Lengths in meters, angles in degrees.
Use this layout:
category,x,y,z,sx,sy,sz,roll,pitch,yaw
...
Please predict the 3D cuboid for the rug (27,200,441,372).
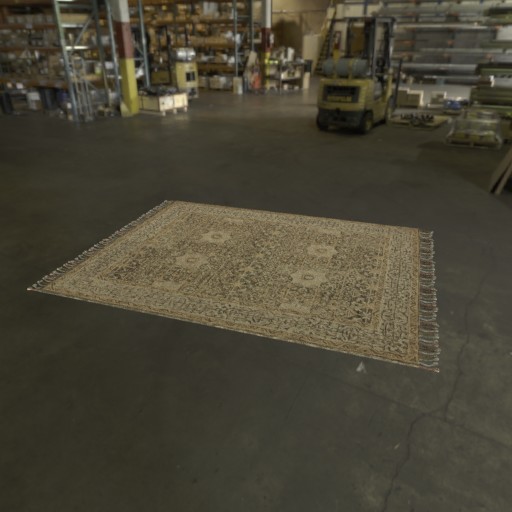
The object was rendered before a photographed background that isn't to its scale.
category,x,y,z,sx,sy,sz,roll,pitch,yaw
rug,0.000,0.000,4.300,3.291,0.017,2.431,8,27,17
